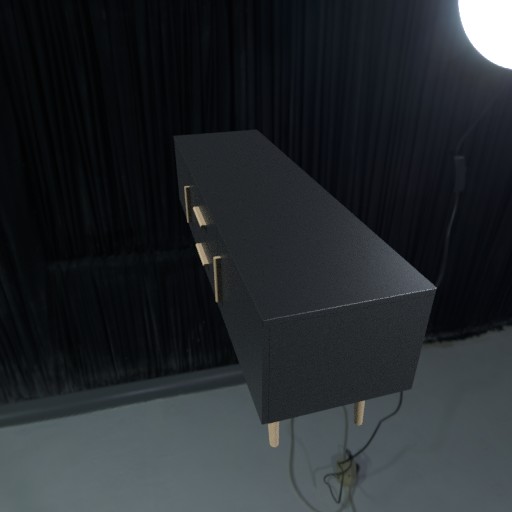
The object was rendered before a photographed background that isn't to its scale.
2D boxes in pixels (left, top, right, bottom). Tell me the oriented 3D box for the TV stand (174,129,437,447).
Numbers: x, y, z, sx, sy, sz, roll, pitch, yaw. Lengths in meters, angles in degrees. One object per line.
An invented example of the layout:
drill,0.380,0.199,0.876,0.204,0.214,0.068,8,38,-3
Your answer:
TV stand,0.000,0.000,1.533,0.390,0.518,1.312,-8,31,-14
